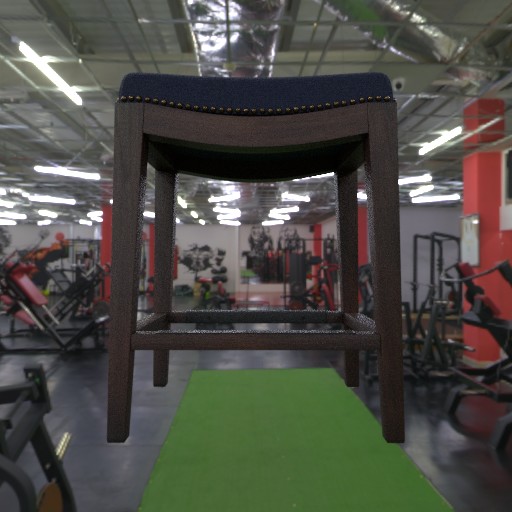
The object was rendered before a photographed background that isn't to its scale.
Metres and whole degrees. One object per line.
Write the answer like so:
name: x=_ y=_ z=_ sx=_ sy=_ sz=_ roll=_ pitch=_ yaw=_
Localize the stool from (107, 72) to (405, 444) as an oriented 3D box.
stool: x=0.000 y=0.000 z=0.926 sx=0.500 sy=0.642 sz=0.361 roll=0 pitch=-1 yaw=0
